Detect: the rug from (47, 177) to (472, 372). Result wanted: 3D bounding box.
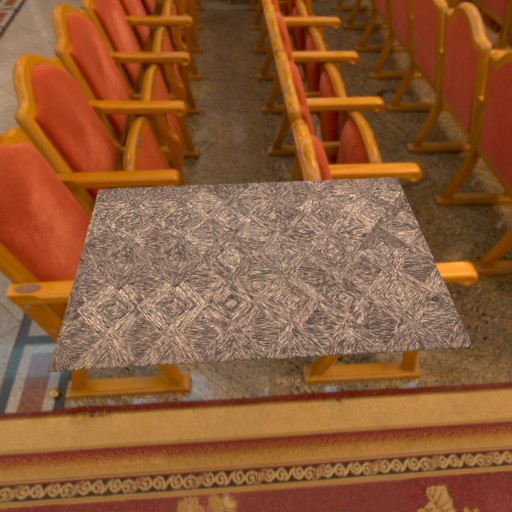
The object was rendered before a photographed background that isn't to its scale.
[{"bbox_3d":[0.000,0.000,2.272,1.808,0.011,1.189,-3,48,-2],"label":"rug"}]
